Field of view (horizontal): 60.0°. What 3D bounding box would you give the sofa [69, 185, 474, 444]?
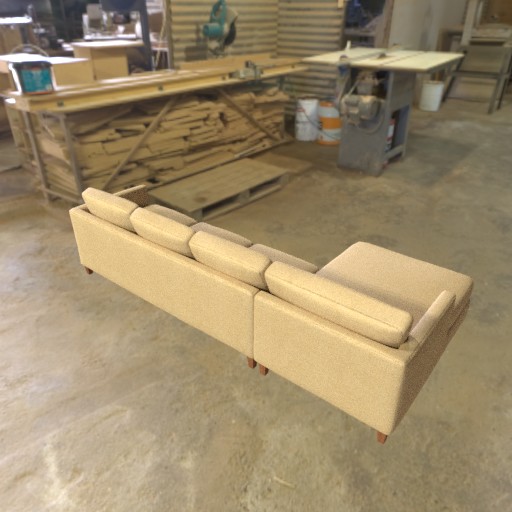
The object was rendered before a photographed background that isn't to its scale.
[{"bbox_3d":[0.000,0.000,3.754,3.201,0.876,1.502,22,36,33],"label":"sofa"}]
